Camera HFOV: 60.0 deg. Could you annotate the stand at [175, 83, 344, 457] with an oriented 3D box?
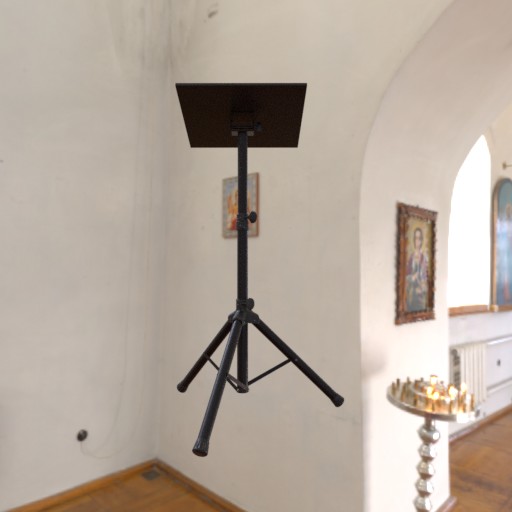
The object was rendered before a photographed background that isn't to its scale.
[{"bbox_3d":[0.000,0.000,1.643,0.702,1.198,0.702,0,-1,0],"label":"stand"}]
